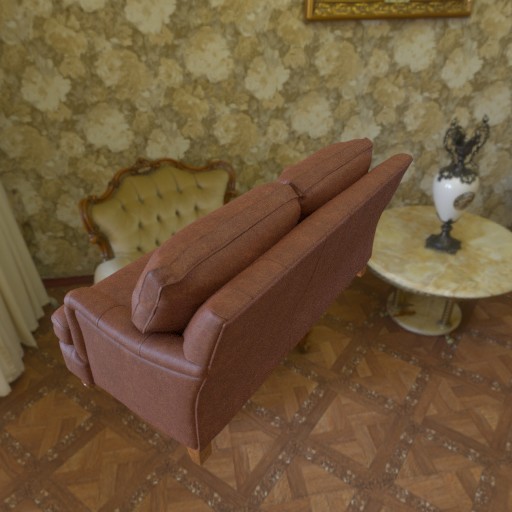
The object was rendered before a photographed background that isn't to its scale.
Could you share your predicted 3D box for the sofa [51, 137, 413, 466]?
[{"bbox_3d":[0.000,0.000,2.707,1.147,1.071,2.144,20,37,29],"label":"sofa"}]
